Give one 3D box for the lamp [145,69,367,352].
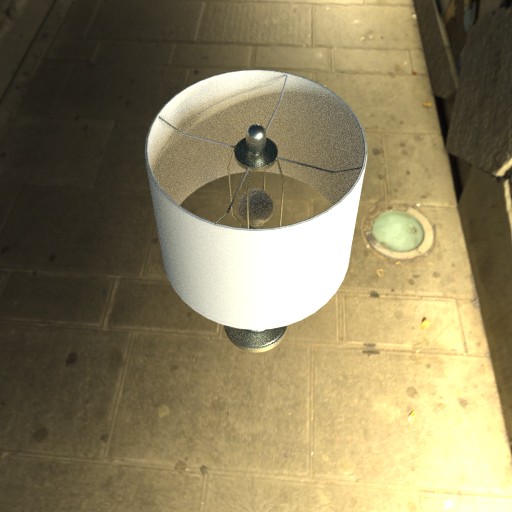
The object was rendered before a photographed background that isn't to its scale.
[{"bbox_3d":[0.000,0.000,0.957,0.383,0.733,0.383,0,59,0],"label":"lamp"}]
